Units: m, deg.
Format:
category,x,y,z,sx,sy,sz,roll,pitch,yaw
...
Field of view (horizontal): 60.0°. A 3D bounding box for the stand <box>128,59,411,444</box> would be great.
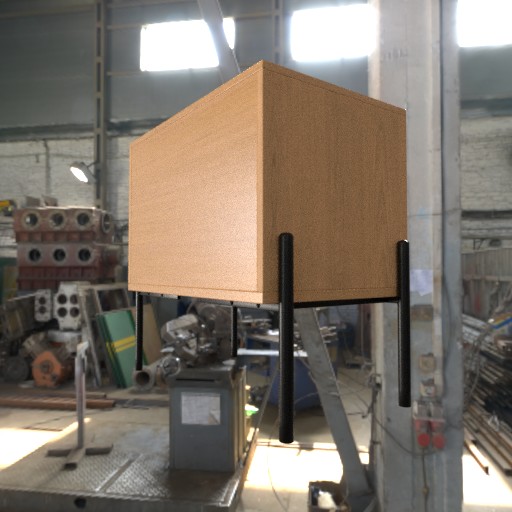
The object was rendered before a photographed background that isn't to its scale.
category,x,y,z,sx,sy,sz,roll,pitch,yaw
stand,0.000,0.000,1.043,0.400,0.600,0.630,1,-2,-36
